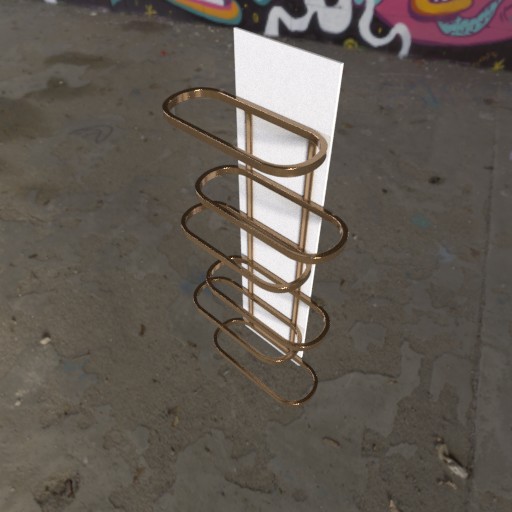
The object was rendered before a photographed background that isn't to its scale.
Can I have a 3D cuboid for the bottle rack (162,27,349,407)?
[{"bbox_3d":[0.000,0.000,0.804,0.332,0.709,0.118,33,54,28],"label":"bottle rack"}]
